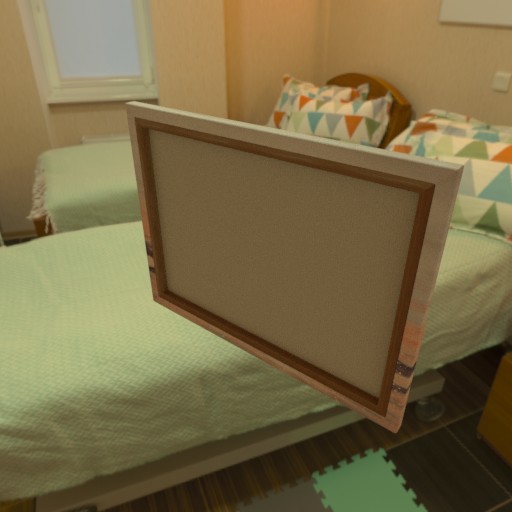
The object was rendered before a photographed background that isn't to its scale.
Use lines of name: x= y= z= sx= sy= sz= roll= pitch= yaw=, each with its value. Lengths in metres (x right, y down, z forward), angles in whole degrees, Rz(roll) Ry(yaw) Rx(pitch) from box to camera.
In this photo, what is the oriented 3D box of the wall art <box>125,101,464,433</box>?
wall art: x=0.000 y=0.000 z=1.320 sx=1.015 sy=0.763 sz=0.038 roll=21 pitch=36 yaw=32
